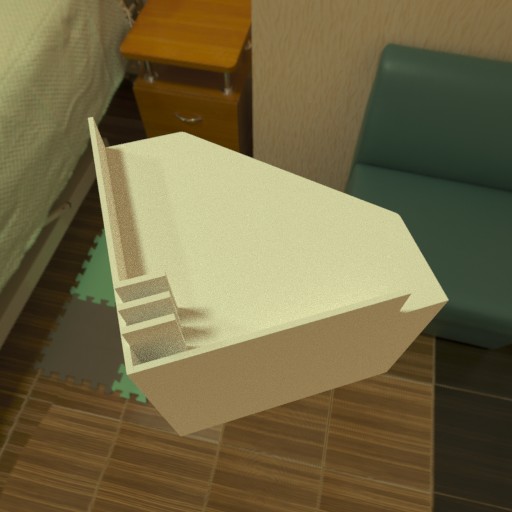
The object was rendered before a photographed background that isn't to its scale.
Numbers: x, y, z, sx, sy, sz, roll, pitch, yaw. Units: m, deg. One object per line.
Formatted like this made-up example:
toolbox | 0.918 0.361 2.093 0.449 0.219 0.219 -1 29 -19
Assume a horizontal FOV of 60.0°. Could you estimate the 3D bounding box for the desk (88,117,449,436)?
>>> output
desk | 0.000 0.000 1.733 0.940 0.986 0.940 -14 60 -9
